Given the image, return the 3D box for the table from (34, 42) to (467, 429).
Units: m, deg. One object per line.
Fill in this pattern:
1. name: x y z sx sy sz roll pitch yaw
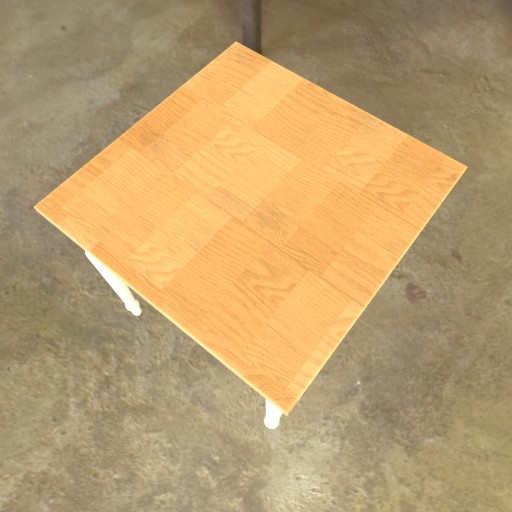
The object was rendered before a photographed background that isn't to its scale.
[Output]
1. table: 0.000 0.000 1.399 0.747 0.738 0.747 35 68 17
